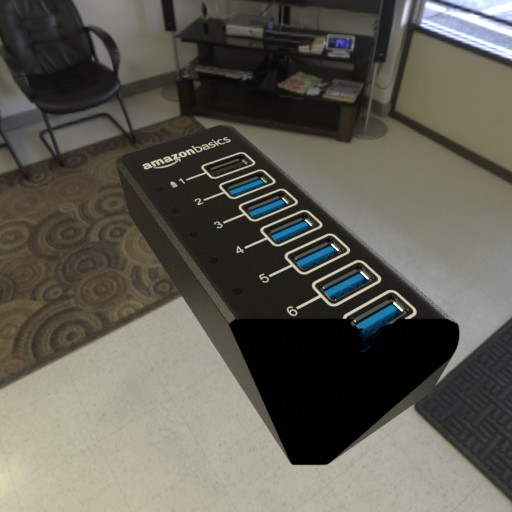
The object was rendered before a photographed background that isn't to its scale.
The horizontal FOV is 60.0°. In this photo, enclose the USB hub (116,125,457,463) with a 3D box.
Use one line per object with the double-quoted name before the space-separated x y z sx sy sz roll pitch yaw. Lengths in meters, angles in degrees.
"USB hub" 0.000 0.000 0.130 0.044 0.023 0.110 -24 50 -22
